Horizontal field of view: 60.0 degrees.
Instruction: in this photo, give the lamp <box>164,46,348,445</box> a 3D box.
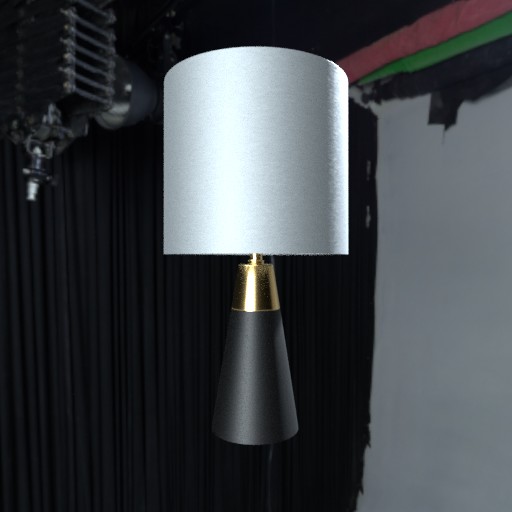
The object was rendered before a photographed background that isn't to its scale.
[{"bbox_3d":[0.000,0.000,0.755,0.308,0.580,0.308,0,0,-36],"label":"lamp"}]
